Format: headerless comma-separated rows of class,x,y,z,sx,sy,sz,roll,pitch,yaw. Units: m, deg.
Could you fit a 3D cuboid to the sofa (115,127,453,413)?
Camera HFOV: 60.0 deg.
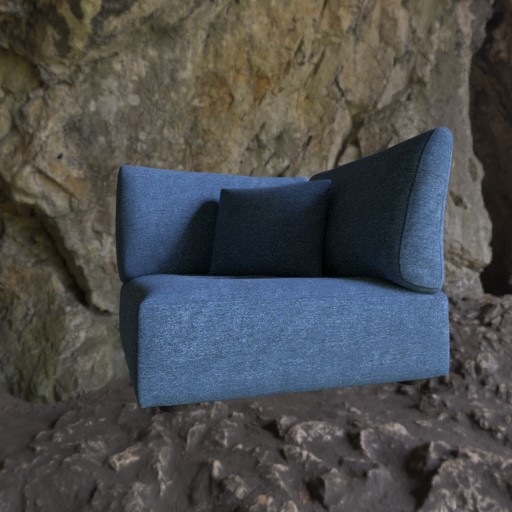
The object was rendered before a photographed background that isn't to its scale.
sofa,0.000,0.000,1.689,1.000,0.820,1.000,0,-1,-19
